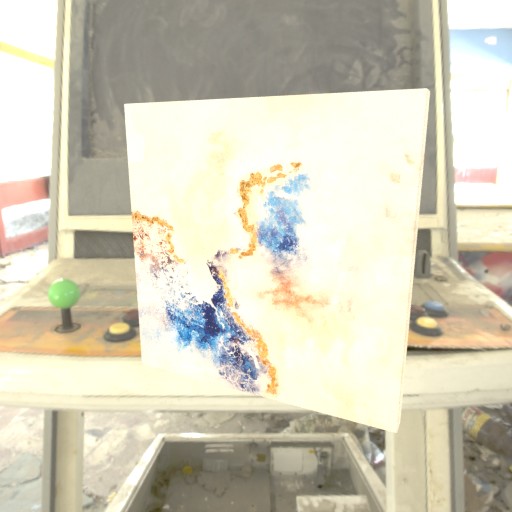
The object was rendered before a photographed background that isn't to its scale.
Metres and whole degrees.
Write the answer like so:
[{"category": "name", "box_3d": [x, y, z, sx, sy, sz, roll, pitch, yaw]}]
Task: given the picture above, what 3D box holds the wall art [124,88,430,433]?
[{"category": "wall art", "box_3d": [0.000, 0.000, 1.575, 1.061, 1.061, 0.071, 7, 16, 26]}]
